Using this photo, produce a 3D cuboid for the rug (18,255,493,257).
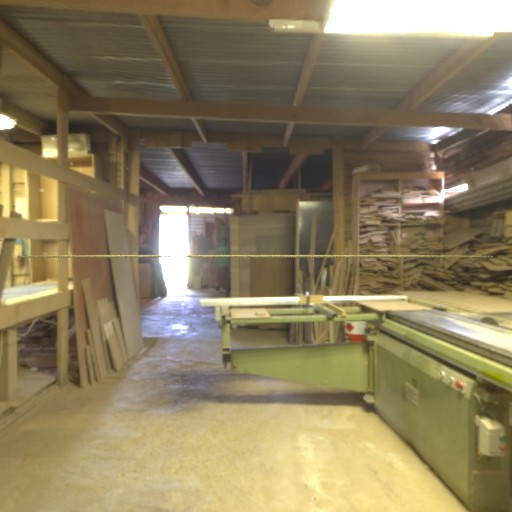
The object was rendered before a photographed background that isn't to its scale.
[{"bbox_3d":[0.000,0.000,2.894,2.297,0.007,1.529,0,0,1],"label":"rug"}]
